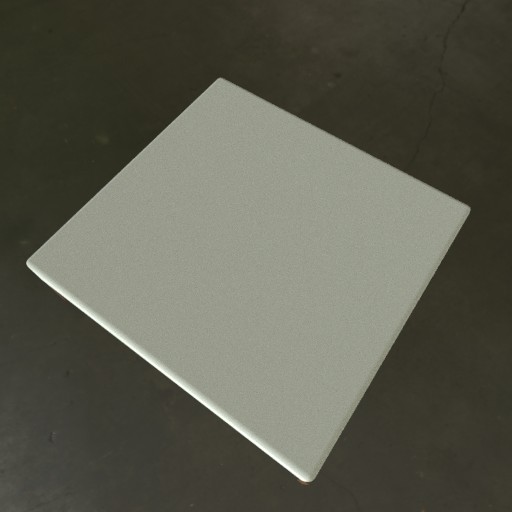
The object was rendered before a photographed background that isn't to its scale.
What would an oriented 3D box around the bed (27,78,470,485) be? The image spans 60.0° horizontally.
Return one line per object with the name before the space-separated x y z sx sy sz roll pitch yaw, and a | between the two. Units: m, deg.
bed | 0.000 0.000 3.001 2.049 0.616 1.930 32 68 15
